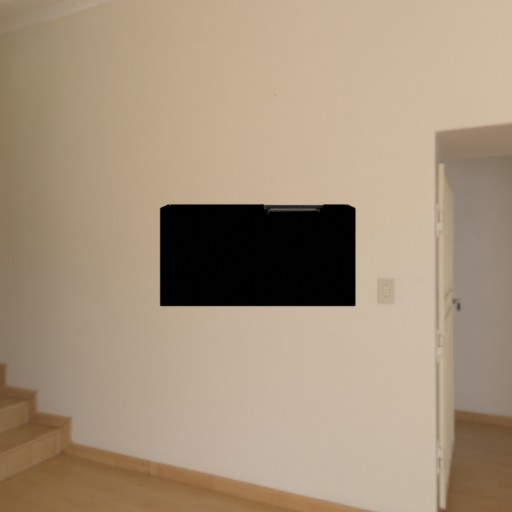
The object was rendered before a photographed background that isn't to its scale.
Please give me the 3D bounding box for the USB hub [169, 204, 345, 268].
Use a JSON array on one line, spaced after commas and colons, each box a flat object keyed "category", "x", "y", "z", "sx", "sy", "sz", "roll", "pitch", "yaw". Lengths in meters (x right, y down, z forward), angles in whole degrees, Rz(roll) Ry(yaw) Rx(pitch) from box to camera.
[{"category": "USB hub", "x": 0.000, "y": 0.000, "z": 0.127, "sx": 0.044, "sy": 0.023, "sz": 0.110, "roll": 0, "pitch": 0, "yaw": -1}]
